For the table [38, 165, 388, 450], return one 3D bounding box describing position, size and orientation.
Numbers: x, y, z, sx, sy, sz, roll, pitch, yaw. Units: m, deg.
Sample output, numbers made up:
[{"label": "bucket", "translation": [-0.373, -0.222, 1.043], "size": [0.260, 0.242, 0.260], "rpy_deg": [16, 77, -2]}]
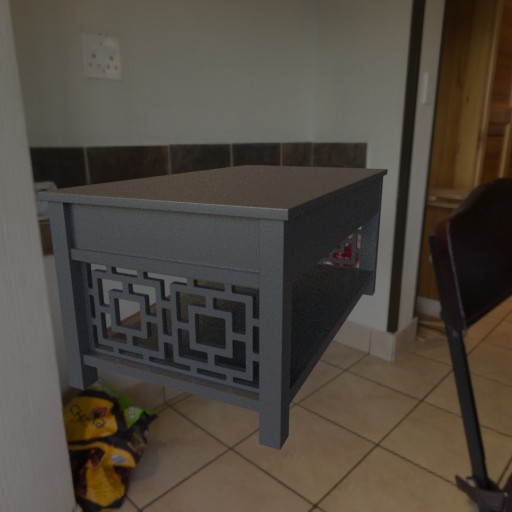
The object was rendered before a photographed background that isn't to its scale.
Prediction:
[{"label": "table", "translation": [0.000, 0.000, 1.407], "size": [0.612, 0.493, 1.068], "rpy_deg": [7, 16, 24]}]
